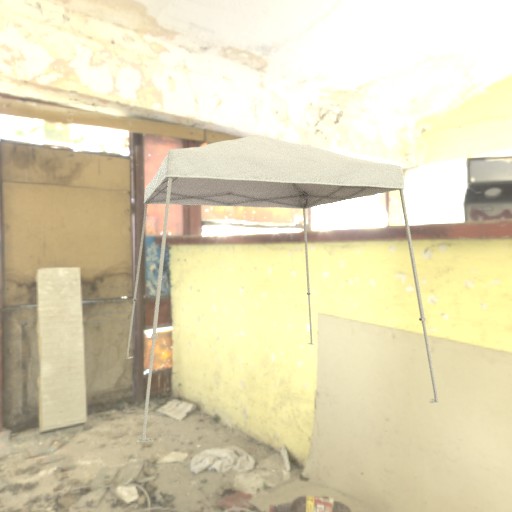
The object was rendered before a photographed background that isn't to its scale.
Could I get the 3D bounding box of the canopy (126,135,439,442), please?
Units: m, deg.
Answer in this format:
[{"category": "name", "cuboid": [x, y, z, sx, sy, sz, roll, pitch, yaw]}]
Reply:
[{"category": "canopy", "cuboid": [0.000, 0.000, 6.616, 3.599, 3.600, 3.600, 0, 1, -19]}]
